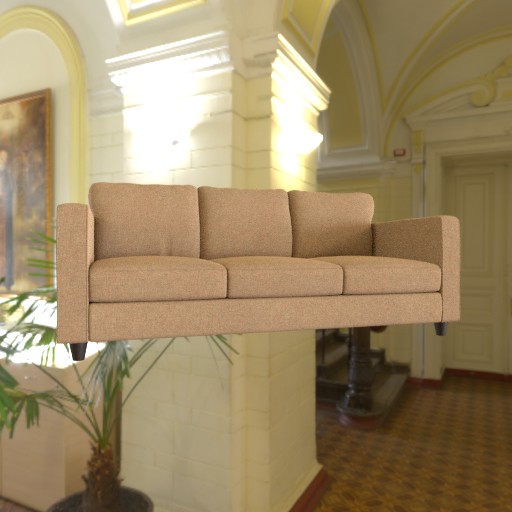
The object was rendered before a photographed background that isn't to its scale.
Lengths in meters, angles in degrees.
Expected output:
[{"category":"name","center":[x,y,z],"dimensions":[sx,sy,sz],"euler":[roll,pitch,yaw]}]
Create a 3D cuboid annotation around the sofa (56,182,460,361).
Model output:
[{"category":"sofa","center":[0.000,0.000,2.353],"dimensions":[1.855,0.800,0.930],"euler":[0,0,-18]}]
